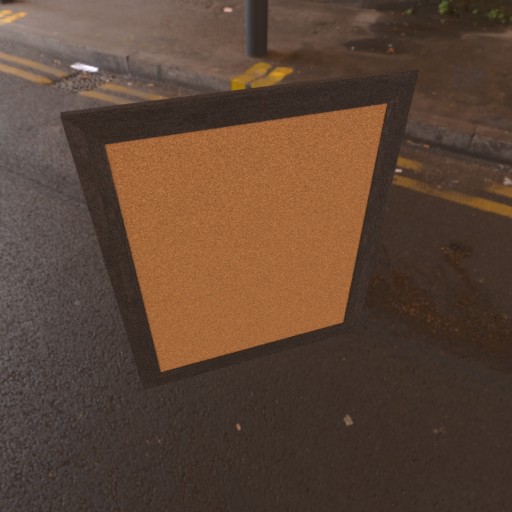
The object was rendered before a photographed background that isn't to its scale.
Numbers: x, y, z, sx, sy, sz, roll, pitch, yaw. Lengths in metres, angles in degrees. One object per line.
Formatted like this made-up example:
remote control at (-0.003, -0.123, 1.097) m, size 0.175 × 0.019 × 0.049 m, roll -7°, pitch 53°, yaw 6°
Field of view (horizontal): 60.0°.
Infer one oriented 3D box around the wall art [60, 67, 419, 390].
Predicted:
wall art at (0.000, 0.000, 0.756) m, size 0.476 × 0.570 × 0.013 m, roll -13°, pitch 43°, yaw -14°
